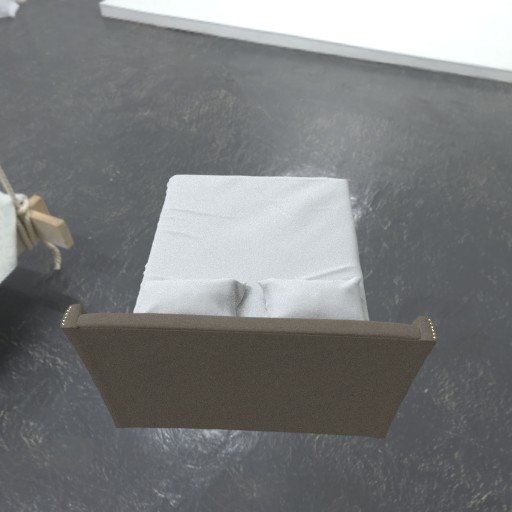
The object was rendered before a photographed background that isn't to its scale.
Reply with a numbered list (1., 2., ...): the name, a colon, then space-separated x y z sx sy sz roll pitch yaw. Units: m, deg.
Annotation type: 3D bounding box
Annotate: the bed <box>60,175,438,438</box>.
1. bed: 0.000 0.000 3.443 1.925 1.332 2.276 2 47 2
